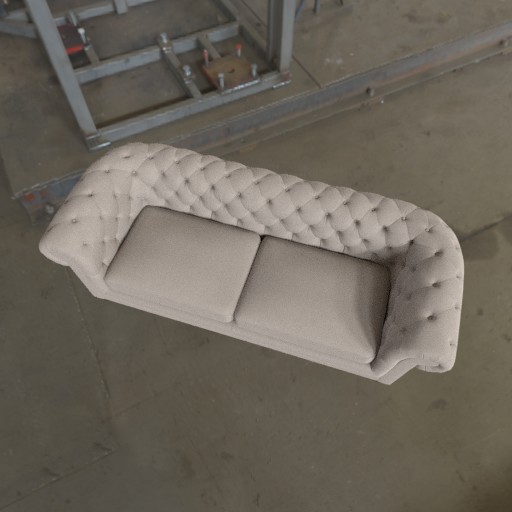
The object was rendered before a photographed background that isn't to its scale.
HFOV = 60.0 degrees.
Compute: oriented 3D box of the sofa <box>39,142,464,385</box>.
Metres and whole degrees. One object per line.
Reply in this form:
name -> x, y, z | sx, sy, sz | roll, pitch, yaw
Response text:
sofa -> 0.000, 0.000, 2.856 | 2.411, 0.749, 0.991 | 15, 60, 9
